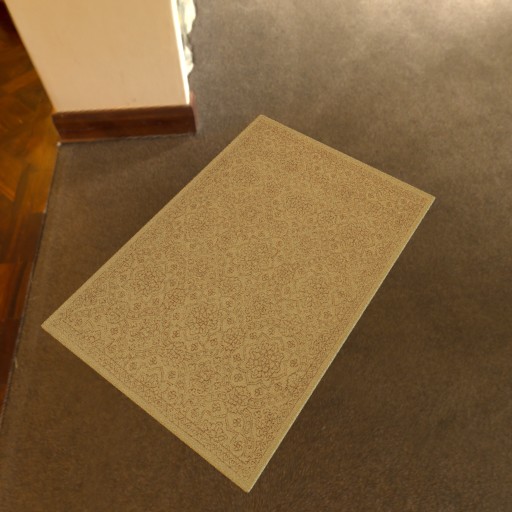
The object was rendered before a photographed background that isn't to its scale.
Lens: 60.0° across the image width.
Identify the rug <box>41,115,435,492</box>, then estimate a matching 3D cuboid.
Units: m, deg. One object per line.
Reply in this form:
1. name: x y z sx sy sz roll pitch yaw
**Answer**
1. rug: 0.000 0.000 2.319 1.219 0.010 1.829 31 63 18
